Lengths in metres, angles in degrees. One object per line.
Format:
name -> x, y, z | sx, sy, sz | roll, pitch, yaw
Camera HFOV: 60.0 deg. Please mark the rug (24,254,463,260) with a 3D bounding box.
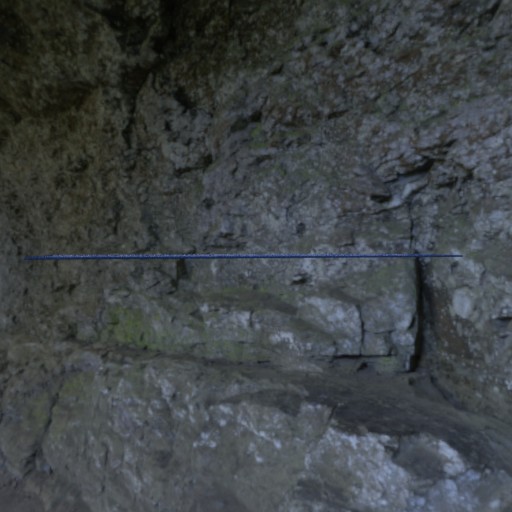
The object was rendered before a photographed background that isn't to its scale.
rug -> 0.000, 0.000, 2.734 | 2.448, 0.012, 0.769 | 0, 1, -17
